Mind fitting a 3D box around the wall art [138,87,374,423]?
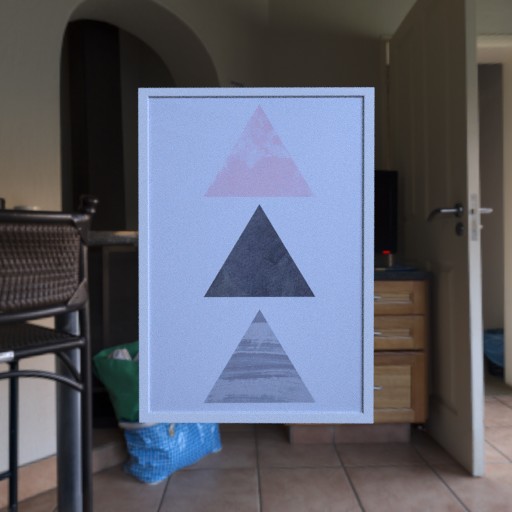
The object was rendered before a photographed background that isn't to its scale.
[{"bbox_3d":[0.000,0.000,1.249,0.659,0.940,0.013,0,1,0],"label":"wall art"}]
